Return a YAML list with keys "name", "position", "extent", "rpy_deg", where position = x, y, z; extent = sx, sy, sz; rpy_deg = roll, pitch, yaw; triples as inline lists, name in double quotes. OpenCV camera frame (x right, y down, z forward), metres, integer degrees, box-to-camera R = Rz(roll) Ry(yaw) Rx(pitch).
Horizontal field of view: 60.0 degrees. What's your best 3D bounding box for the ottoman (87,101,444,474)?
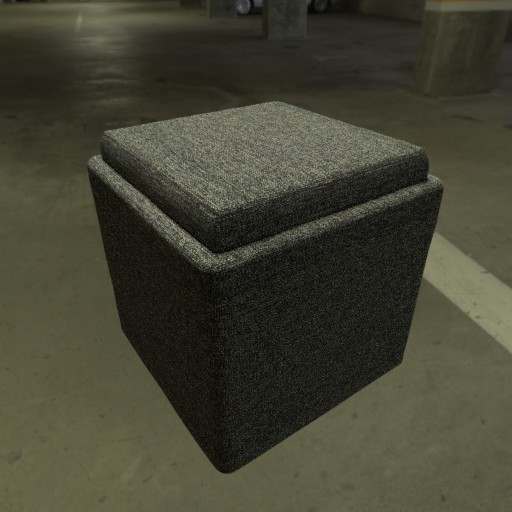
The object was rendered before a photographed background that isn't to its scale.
- name: "ottoman"
  position: [0.000, 0.000, 0.838]
  extent: [0.450, 0.463, 0.450]
  rpy_deg: [-21, 38, -29]
